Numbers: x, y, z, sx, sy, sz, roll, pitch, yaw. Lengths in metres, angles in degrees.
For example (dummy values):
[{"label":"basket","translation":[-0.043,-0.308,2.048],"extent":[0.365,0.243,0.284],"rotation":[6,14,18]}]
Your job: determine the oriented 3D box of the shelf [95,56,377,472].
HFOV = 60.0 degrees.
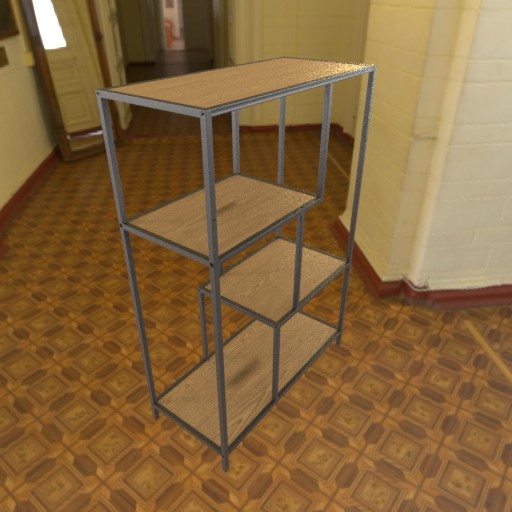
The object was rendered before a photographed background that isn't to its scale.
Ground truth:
[{"label":"shelf","translation":[0.000,0.000,1.492],"extent":[0.350,1.138,0.770],"rotation":[22,37,32]}]
